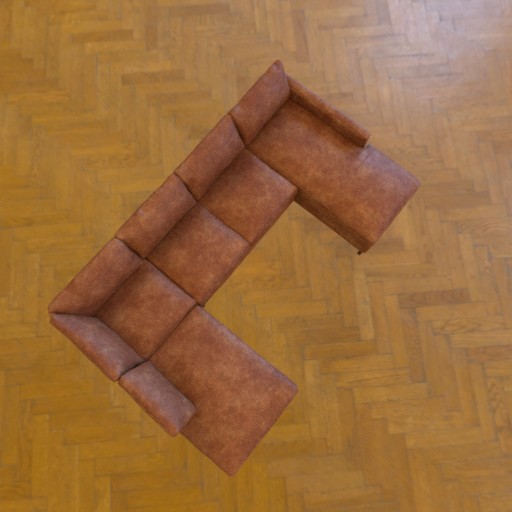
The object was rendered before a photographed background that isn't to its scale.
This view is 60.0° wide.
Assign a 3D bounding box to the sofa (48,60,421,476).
[{"bbox_3d":[0.000,0.000,3.820,1.939,0.900,2.956,38,79,9],"label":"sofa"}]
